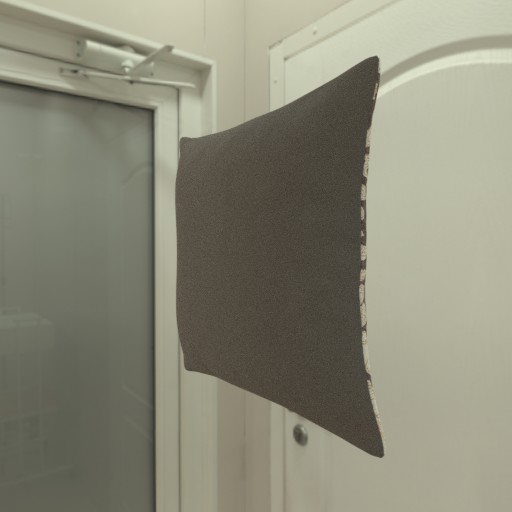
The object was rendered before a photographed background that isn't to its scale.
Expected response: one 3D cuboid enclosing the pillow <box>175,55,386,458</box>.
[{"bbox_3d":[0.000,0.000,0.762,0.166,0.507,0.526,-1,1,-37],"label":"pillow"}]
